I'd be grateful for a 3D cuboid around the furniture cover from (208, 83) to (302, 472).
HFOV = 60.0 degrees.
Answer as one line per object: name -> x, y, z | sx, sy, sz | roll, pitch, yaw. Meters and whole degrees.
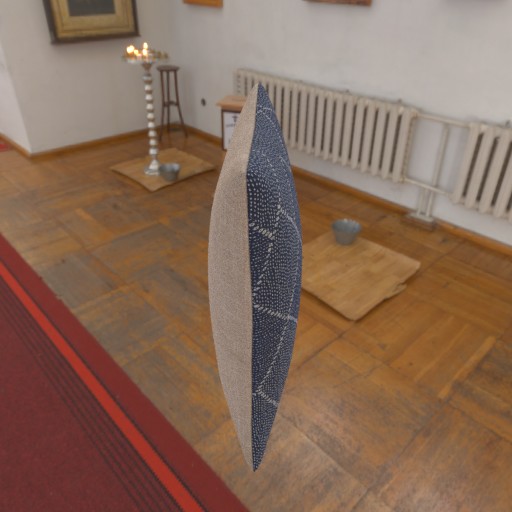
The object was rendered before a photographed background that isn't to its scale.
furniture cover -> 0.000, 0.000, 0.795 | 0.162, 0.503, 0.511 | 1, 31, 1
